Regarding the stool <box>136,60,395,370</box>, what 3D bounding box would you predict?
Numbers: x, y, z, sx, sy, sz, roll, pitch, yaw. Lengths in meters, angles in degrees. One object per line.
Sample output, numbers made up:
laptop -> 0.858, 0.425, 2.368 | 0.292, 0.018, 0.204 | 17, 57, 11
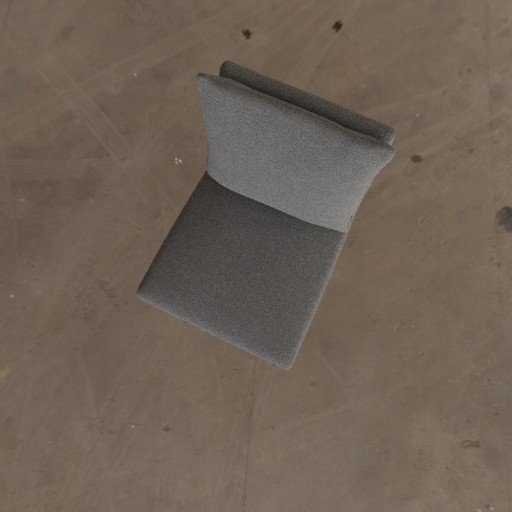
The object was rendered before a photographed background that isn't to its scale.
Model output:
stool -> 0.000, 0.000, 1.410 | 0.463, 1.132, 0.569 | 25, 77, 6
